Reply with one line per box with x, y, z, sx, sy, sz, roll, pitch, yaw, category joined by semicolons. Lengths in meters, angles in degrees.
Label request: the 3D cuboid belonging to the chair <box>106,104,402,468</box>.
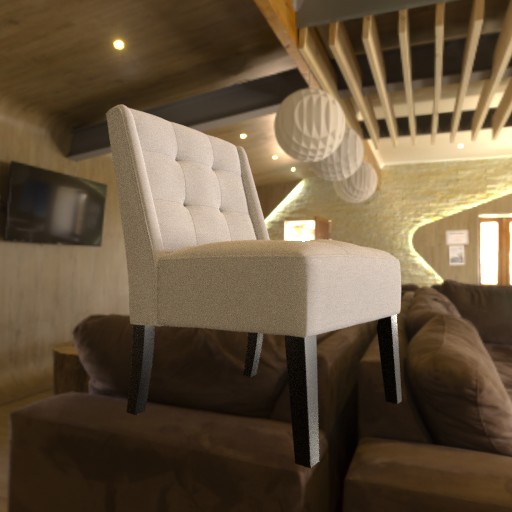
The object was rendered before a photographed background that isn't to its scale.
0.000;0.000;1.274;0.676;0.853;0.569;-1;-2;36;chair
